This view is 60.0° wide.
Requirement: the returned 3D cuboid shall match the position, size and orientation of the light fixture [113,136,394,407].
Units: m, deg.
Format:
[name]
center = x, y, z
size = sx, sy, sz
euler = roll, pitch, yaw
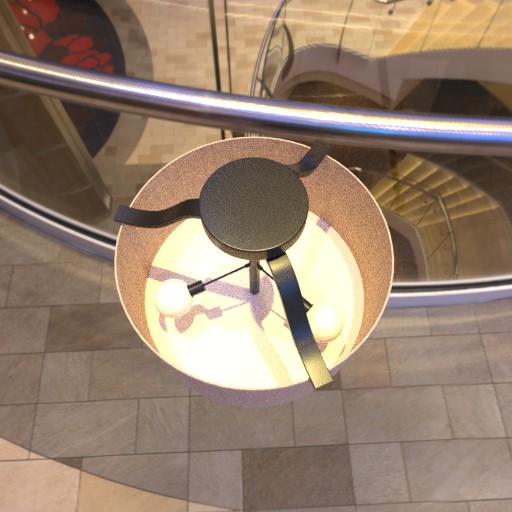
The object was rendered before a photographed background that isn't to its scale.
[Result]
[light fixture]
center = 0.000, 0.000, 0.644
size = 0.390, 0.306, 0.390
euler = 0, 65, 0
